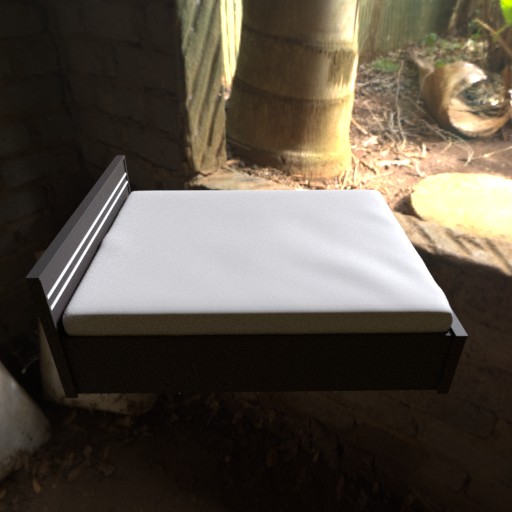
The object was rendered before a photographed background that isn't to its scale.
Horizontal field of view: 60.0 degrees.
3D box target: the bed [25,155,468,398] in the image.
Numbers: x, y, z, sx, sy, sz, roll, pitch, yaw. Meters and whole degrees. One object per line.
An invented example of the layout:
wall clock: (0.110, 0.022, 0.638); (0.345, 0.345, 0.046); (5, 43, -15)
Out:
bed: (0.000, 0.000, 2.916); (2.103, 0.808, 1.634); (0, 32, -1)
